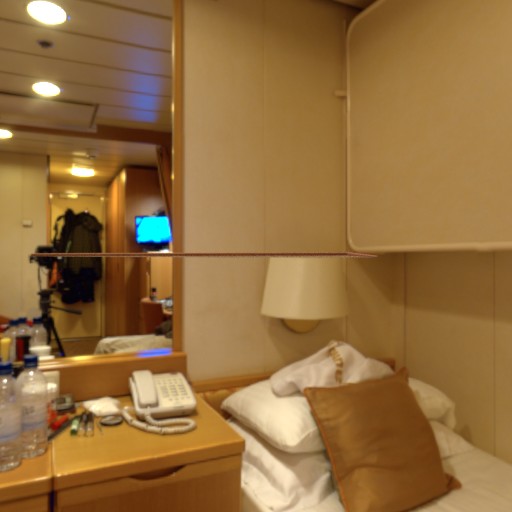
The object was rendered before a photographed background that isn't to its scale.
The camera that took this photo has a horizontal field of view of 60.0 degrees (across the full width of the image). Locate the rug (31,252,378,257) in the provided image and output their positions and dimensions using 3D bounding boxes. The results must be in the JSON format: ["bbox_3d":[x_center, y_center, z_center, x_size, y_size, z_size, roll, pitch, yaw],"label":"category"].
[{"bbox_3d":[0.000,0.000,3.083,1.524,0.014,2.438,0,0,18],"label":"rug"}]
